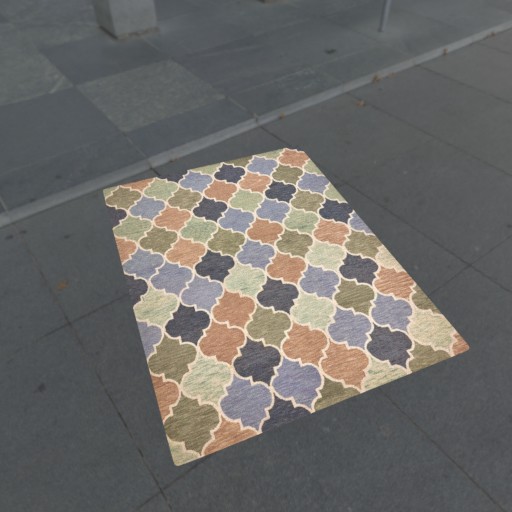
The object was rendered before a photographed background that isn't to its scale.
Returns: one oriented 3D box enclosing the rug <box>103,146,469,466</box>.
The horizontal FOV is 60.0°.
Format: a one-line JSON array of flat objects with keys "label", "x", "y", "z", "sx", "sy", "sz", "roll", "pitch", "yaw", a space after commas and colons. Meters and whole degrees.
[{"label": "rug", "x": 0.000, "y": 0.000, "z": 4.273, "sx": 2.439, "sy": 0.013, "sz": 3.200, "roll": -16, "pitch": 48, "yaw": -15}]
